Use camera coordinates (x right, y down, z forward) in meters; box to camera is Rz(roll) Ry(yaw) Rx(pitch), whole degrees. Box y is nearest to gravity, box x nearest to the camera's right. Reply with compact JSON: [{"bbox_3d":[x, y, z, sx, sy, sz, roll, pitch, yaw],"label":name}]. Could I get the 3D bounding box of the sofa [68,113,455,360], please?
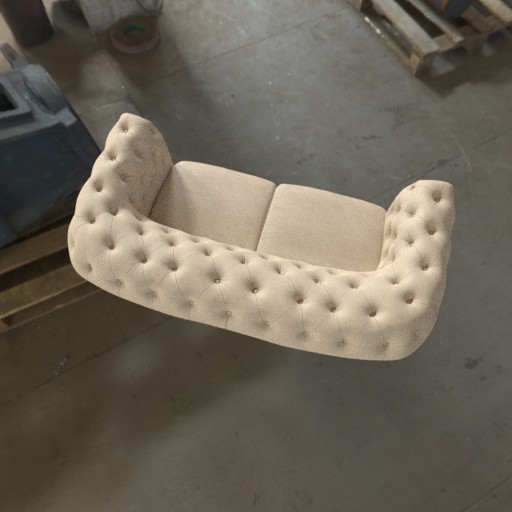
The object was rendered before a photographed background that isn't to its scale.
[{"bbox_3d":[0.000,0.000,2.576,1.988,0.835,1.069,14,64,7],"label":"sofa"}]
